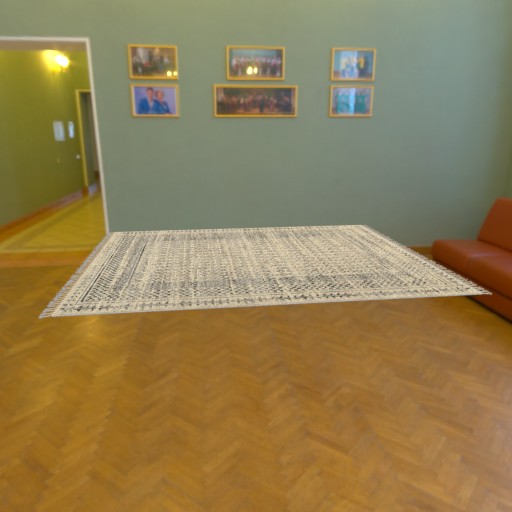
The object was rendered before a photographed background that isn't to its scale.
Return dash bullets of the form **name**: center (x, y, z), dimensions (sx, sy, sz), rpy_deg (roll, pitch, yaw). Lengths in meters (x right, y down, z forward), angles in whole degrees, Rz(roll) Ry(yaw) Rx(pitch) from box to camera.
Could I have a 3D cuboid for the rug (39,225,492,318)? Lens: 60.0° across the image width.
- **rug**: center (0.000, 0.000, 3.899), dimensions (2.940, 0.013, 2.312), rpy_deg (-2, 16, -8)
